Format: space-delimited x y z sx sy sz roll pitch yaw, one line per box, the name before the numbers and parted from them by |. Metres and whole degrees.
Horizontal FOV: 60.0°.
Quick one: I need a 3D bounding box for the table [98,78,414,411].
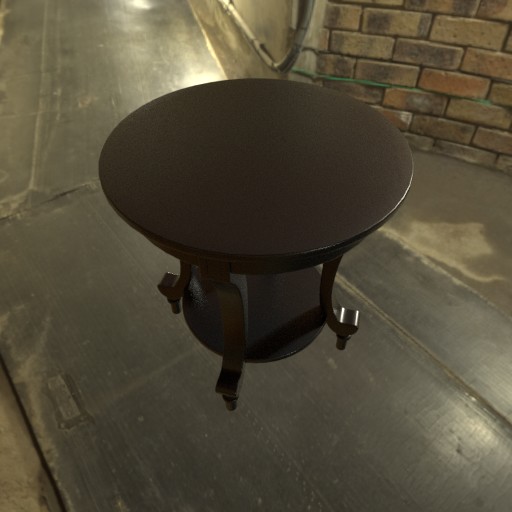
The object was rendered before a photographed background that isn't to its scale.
table | 0.000 0.000 1.083 0.597 0.618 0.597 0 46 0
